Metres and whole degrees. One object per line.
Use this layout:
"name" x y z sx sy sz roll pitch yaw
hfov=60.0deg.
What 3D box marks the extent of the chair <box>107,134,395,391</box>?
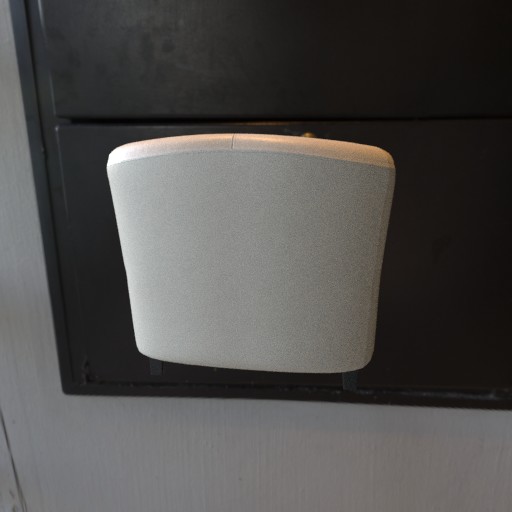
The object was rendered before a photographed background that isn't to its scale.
"chair" 0.000 0.000 1.399 0.792 0.756 0.727 2 17 8
